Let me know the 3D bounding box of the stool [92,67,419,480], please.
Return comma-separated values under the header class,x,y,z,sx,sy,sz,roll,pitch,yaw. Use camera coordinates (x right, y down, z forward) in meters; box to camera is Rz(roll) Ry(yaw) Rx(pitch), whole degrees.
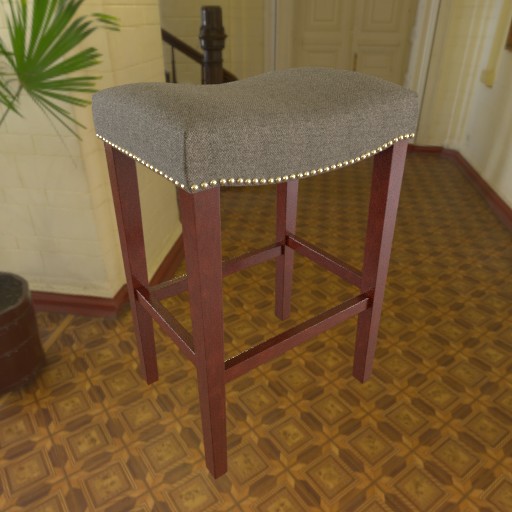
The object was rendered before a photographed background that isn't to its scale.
class,x,y,z,sx,sy,sz,roll,pitch,yaw
stool,0.000,0.000,0.985,0.504,0.742,0.372,-20,35,-31
